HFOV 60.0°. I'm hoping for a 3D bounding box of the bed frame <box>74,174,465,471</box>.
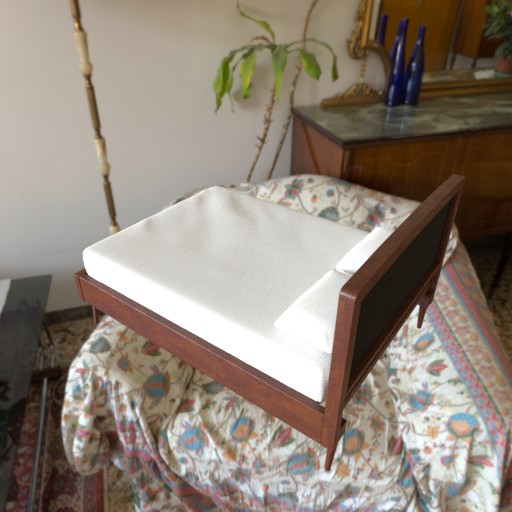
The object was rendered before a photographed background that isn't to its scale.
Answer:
[{"bbox_3d":[0.000,0.000,3.170,2.171,1.279,1.587,22,38,30],"label":"bed frame"}]
